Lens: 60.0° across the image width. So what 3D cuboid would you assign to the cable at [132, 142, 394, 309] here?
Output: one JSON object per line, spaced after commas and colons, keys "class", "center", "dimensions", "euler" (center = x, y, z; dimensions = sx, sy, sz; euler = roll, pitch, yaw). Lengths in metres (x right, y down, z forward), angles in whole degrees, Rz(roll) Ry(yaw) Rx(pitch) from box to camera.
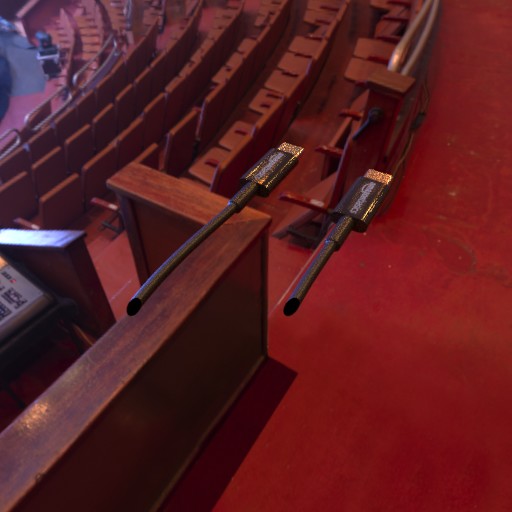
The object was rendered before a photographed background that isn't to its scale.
{"class": "cable", "center": [0.000, 0.000, 0.111], "dimensions": [0.041, 0.005, 0.098], "euler": [23, 50, 21]}
